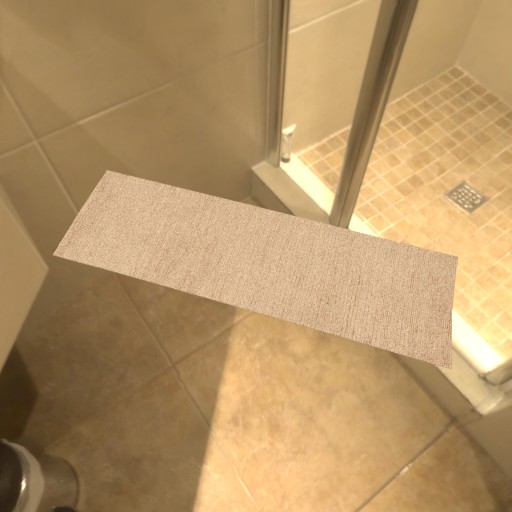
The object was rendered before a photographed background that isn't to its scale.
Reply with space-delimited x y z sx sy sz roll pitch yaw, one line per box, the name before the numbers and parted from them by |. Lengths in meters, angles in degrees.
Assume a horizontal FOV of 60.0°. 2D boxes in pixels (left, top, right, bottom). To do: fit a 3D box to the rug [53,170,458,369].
rug | 0.000 0.000 2.655 2.346 0.013 0.712 15 60 9
